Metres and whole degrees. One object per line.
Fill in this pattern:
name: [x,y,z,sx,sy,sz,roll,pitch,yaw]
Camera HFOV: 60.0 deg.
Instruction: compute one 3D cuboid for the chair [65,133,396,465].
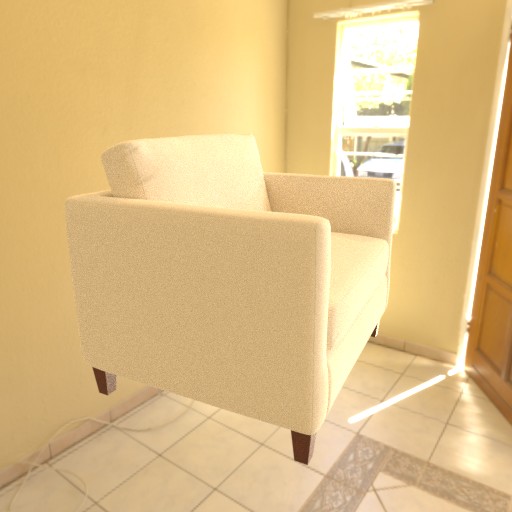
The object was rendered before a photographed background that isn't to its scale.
chair: [0.000,0.000,1.680,0.878,0.885,1.019,8,18,25]
